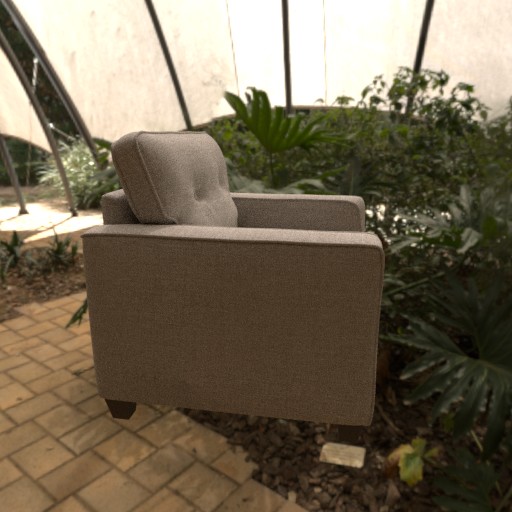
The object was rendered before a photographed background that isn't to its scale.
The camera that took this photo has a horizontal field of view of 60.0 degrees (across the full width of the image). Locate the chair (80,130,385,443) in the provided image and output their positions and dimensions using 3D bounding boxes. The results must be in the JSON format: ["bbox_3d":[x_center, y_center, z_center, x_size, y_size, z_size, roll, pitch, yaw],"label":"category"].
[{"bbox_3d":[0.000,0.000,1.779,0.939,0.965,1.015,3,16,10],"label":"chair"}]
